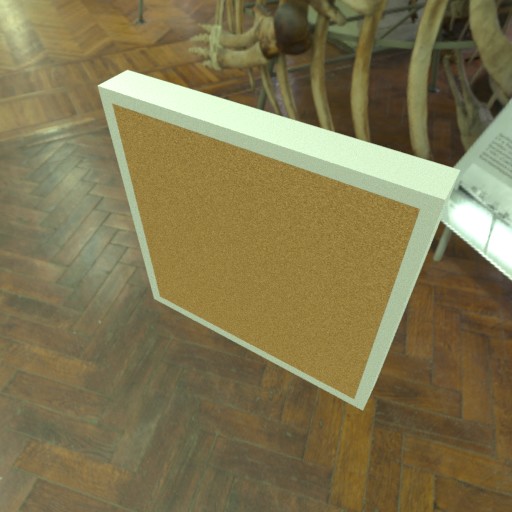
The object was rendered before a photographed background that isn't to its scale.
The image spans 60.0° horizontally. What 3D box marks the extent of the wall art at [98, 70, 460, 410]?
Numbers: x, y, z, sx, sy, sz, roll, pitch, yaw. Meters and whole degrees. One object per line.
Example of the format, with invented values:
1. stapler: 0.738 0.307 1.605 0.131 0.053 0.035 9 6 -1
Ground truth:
1. wall art: 0.000 0.000 0.456 0.305 0.302 0.038 24 51 21
